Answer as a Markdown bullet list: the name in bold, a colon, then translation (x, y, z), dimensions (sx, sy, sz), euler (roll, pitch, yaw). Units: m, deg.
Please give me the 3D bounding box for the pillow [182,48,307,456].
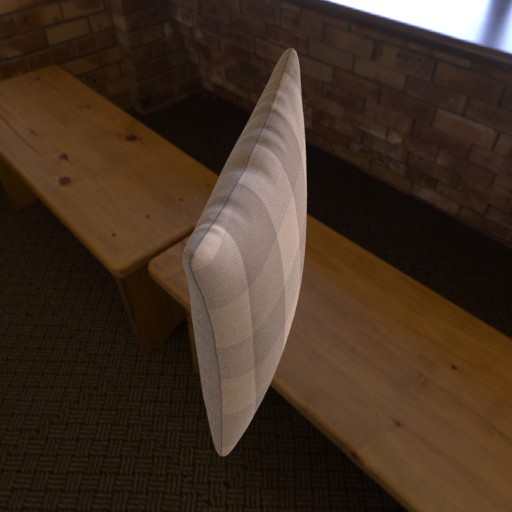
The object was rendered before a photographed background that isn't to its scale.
- **pillow**: translation (0.000, 0.000, 0.765), dimensions (0.161, 0.509, 0.511), euler (10, 47, 9)
